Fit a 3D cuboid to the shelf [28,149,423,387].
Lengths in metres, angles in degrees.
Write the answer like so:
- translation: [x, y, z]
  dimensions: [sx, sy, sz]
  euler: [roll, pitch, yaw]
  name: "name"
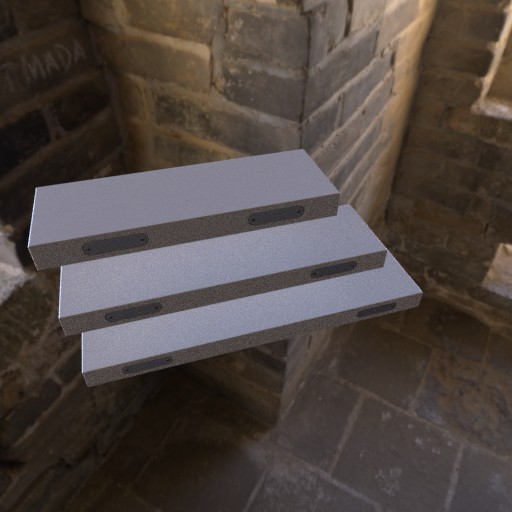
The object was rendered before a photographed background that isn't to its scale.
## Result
- translation: [0.000, 0.000, 0.740]
  dimensions: [0.610, 0.293, 0.140]
  euler: [-11, 42, -13]
  name: "shelf"
